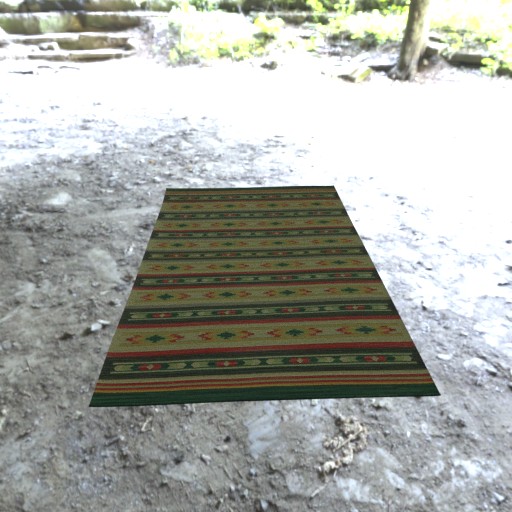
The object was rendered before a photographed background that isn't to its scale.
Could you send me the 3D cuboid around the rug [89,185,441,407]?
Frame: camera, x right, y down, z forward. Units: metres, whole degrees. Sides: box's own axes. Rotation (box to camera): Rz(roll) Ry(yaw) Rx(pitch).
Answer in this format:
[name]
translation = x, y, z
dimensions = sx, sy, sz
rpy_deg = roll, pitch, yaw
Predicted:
[rug]
translation = 0.000, 0.000, 2.958
dimensions = 1.520, 0.011, 2.447
rpy_deg = -1, 31, -2
